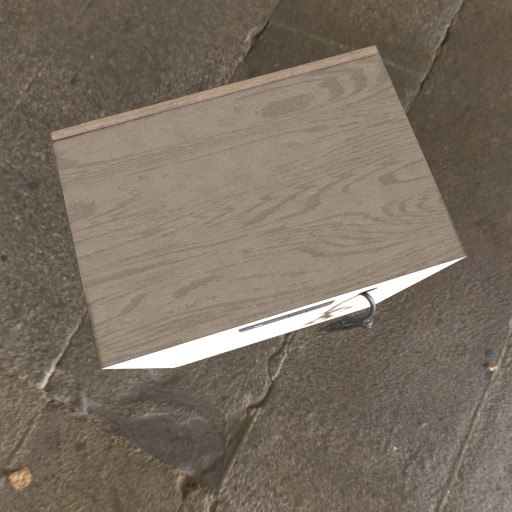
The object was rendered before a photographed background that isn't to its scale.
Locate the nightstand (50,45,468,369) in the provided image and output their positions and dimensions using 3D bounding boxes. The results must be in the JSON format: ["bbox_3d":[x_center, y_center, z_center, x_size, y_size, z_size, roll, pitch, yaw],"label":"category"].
[{"bbox_3d":[0.000,0.000,1.068,0.612,0.673,0.483,-17,77,-4],"label":"nightstand"}]
